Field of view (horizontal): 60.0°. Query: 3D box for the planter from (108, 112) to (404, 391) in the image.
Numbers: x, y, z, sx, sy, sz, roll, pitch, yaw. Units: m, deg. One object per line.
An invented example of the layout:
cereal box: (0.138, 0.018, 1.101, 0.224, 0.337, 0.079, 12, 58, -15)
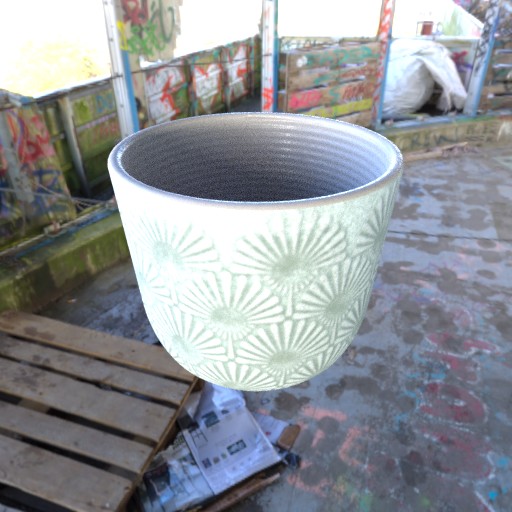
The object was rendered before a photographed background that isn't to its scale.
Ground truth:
planter: (0.000, 0.000, 0.302, 0.170, 0.152, 0.170, 0, 31, 0)
